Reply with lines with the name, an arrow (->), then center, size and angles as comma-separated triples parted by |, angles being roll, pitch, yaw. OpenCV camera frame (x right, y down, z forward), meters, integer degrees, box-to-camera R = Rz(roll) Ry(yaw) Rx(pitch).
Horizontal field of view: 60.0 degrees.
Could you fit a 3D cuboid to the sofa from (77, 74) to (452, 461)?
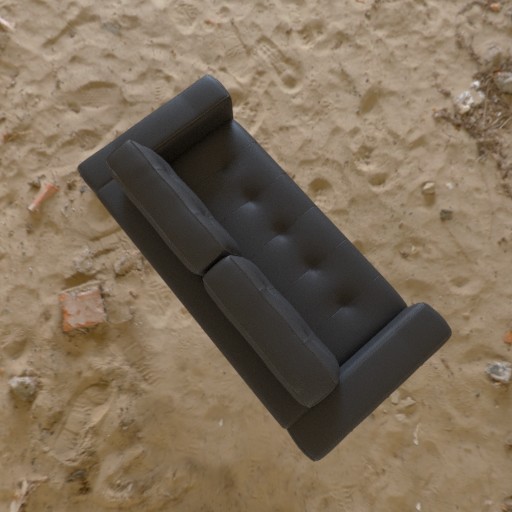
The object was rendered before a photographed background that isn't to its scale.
sofa -> 0.000, 0.000, 2.174 | 0.833, 0.893, 1.726 | -39, 79, -9
